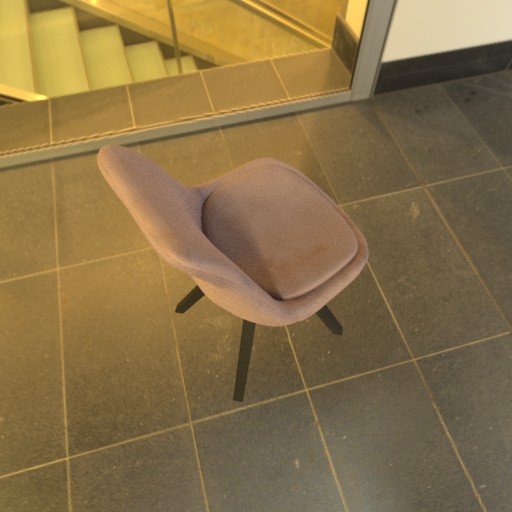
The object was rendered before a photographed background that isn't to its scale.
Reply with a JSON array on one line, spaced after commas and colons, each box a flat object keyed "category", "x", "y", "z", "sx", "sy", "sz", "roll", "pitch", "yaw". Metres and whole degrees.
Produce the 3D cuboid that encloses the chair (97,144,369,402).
[{"category": "chair", "x": 0.000, "y": 0.000, "z": 1.199, "sx": 0.547, "sy": 0.865, "sz": 0.483, "roll": -31, "pitch": 63, "yaw": -17}]
